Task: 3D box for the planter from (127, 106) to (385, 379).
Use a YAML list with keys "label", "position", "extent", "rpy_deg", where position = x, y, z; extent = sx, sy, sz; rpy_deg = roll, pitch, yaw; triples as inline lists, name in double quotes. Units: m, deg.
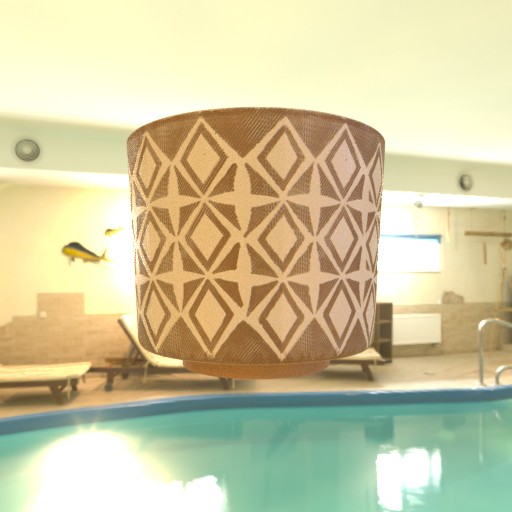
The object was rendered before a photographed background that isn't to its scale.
- label: "planter"
  position: [0.000, 0.000, 0.462]
  extent: [0.260, 0.220, 0.260]
  rpy_deg: [0, -2, 0]
